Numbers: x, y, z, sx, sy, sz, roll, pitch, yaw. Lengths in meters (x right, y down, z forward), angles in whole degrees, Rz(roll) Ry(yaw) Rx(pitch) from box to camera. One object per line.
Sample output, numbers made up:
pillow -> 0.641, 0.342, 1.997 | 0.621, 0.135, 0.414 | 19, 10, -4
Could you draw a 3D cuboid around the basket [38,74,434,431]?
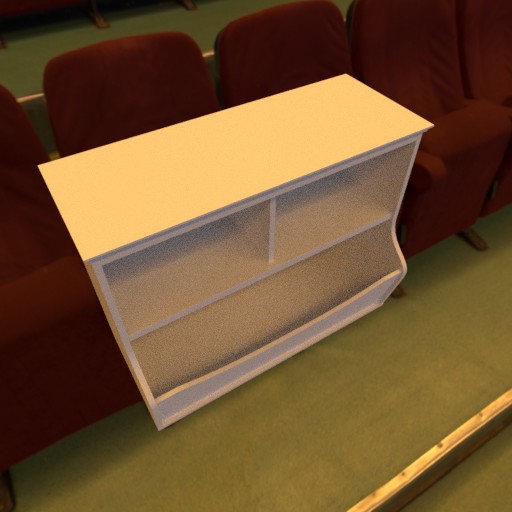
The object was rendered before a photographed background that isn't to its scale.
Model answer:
basket -> 0.000, 0.000, 1.145 | 0.792, 0.625, 0.376 | -24, 51, -21
